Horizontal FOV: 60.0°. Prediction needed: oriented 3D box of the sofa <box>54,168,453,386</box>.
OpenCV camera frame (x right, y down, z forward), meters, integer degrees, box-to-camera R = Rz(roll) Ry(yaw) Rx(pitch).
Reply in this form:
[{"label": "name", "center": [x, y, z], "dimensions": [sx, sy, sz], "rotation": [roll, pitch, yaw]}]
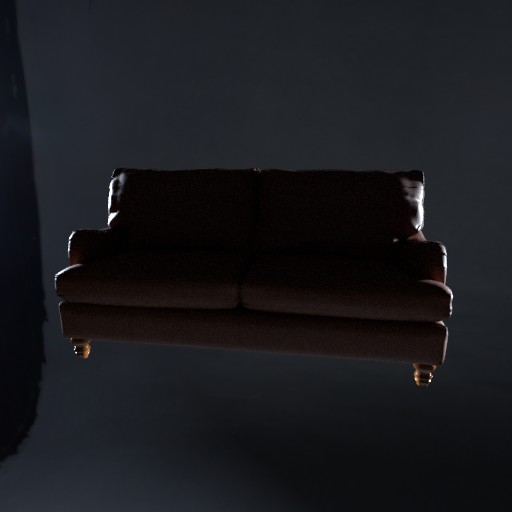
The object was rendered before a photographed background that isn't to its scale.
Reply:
[{"label": "sofa", "center": [0.000, 0.000, 2.816], "dimensions": [2.144, 1.071, 1.147], "rotation": [2, 15, 9]}]
